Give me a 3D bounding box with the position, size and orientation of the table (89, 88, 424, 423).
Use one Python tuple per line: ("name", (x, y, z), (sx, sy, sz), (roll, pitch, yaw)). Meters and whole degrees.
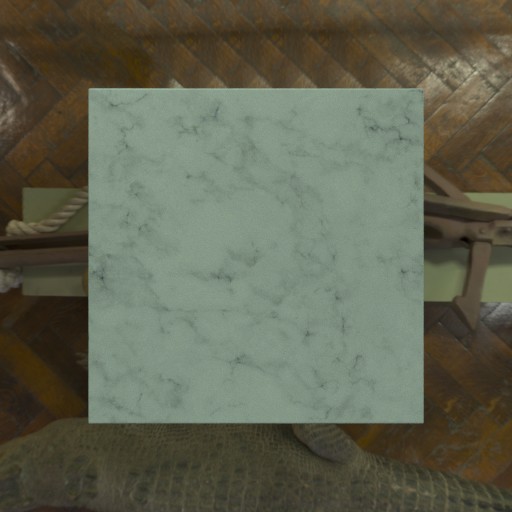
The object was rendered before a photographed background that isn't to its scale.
("table", (0.000, 0.000, 0.844), (0.450, 0.500, 0.450), (0, 90, 0))
